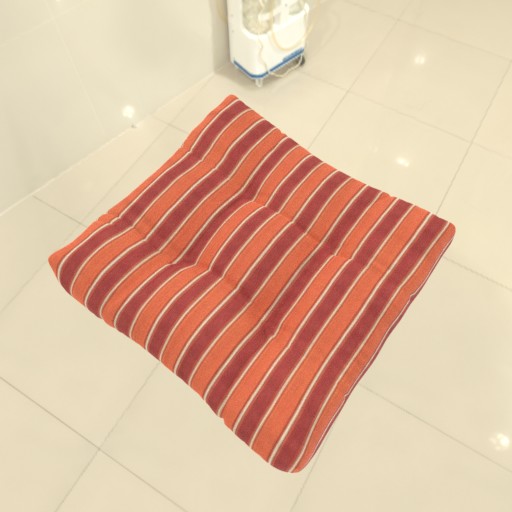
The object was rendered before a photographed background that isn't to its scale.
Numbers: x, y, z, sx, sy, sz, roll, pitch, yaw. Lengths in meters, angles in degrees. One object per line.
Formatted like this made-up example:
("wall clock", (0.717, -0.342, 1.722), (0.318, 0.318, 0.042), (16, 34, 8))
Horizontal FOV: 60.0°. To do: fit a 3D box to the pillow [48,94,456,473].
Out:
("pillow", (0.000, 0.000, 0.729), (0.490, 0.133, 0.468), (35, 69, 16))
